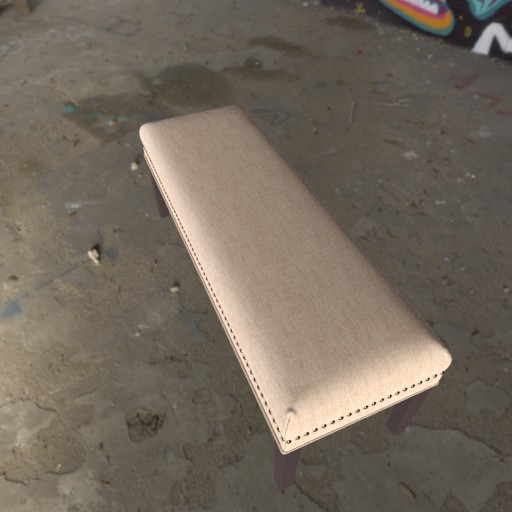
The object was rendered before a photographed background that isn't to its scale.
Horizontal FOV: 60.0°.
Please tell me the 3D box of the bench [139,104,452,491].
[{"bbox_3d":[0.000,0.000,1.414,0.410,0.457,1.219,-17,49,-16],"label":"bench"}]
